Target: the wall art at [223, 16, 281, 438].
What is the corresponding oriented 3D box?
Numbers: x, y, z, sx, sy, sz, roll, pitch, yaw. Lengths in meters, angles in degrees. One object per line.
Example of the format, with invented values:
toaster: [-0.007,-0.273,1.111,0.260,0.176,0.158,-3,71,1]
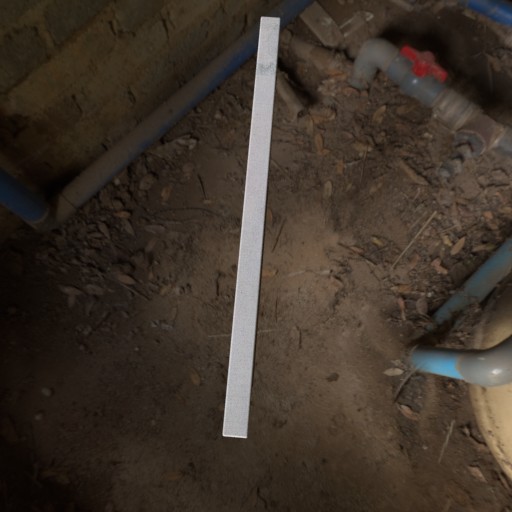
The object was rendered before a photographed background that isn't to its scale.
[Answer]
wall art: [0.000,0.000,1.131,0.041,0.762,0.762,4,76,1]
